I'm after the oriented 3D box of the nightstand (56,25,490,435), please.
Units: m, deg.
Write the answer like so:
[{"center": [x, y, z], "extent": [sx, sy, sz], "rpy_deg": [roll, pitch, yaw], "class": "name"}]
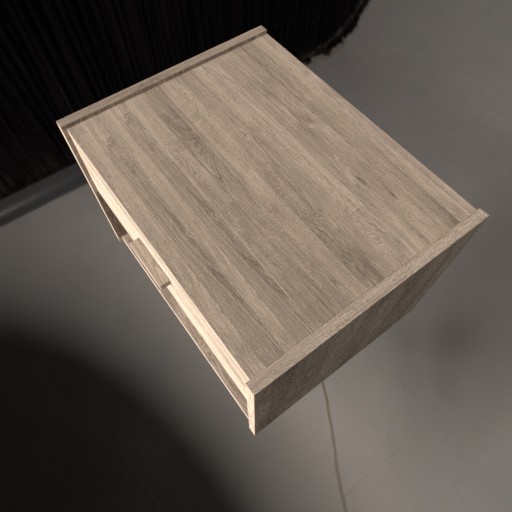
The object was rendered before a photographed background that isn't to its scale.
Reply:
[{"center": [0.000, 0.000, 0.818], "extent": [0.380, 0.500, 0.480], "rpy_deg": [-33, 66, -17], "class": "nightstand"}]
